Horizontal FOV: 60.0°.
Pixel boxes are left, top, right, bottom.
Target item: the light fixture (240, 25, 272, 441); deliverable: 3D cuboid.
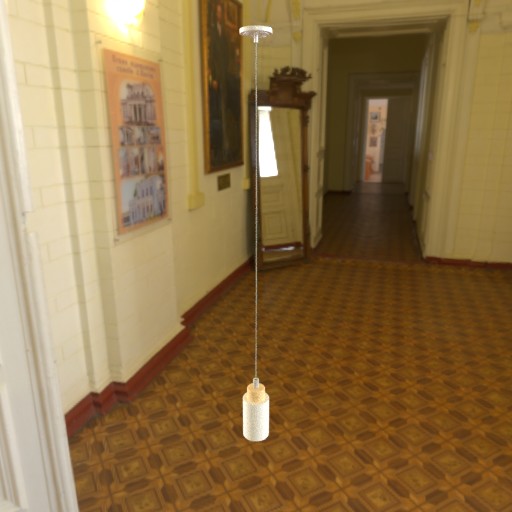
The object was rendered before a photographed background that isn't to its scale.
[{"bbox_3d":[0.000,0.000,1.933,0.125,1.798,0.125,-8,17,-27],"label":"light fixture"}]
